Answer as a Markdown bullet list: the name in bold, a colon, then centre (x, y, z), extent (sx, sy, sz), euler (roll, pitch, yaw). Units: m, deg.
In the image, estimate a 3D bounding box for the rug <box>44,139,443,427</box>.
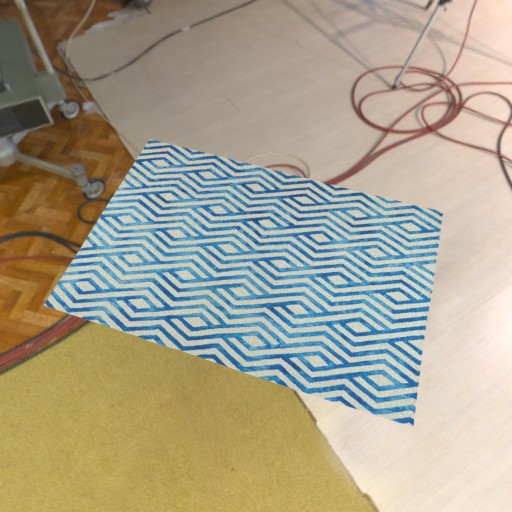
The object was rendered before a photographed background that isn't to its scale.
- **rug**: centre (0.000, 0.000, 2.360), extent (1.830, 0.008, 1.225), euler (16, 60, 9)
